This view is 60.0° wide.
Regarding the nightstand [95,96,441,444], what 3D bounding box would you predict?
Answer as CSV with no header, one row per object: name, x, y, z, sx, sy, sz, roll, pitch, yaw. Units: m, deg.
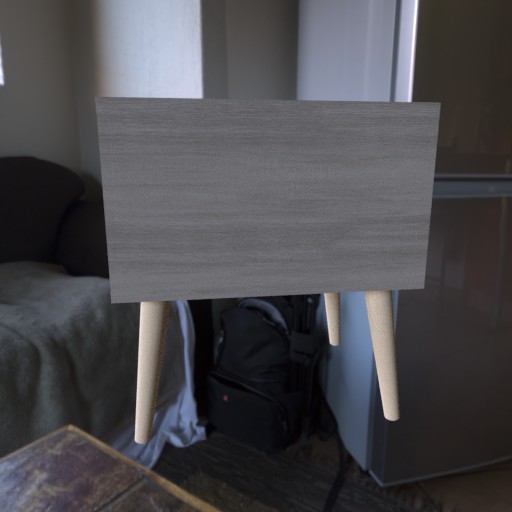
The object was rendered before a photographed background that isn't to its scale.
nightstand,0.000,0.000,0.809,0.450,0.500,0.380,-2,13,-8
